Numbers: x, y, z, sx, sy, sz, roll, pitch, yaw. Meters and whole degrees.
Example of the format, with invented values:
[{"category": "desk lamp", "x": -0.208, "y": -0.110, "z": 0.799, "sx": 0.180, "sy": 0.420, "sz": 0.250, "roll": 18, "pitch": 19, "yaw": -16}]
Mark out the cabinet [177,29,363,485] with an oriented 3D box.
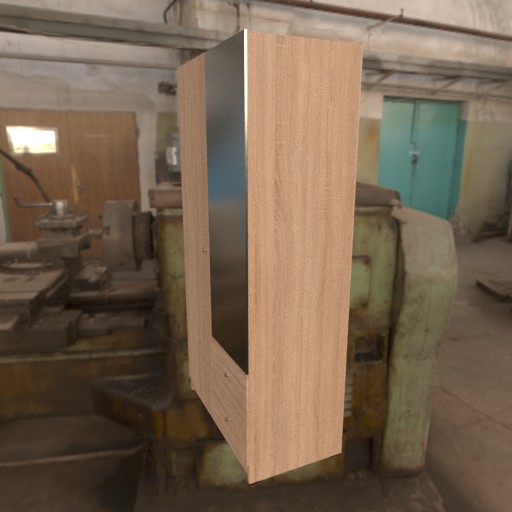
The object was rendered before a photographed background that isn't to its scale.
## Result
[{"category": "cabinet", "x": 0.000, "y": 0.000, "z": 2.546, "sx": 0.590, "sy": 2.121, "sz": 1.001, "roll": -6, "pitch": 15, "yaw": -24}]
